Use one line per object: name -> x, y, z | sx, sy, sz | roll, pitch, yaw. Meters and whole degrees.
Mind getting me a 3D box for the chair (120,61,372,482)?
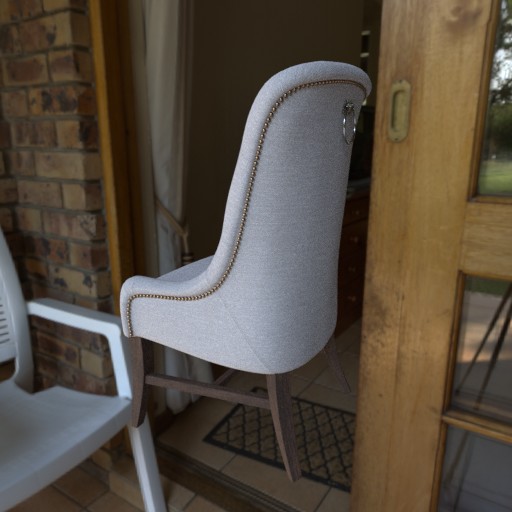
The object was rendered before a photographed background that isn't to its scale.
chair -> 0.000, 0.000, 1.416 | 0.629, 1.091, 0.634 | 8, 16, 27
